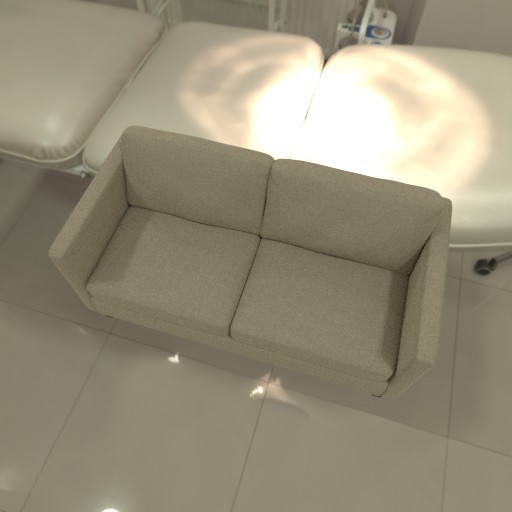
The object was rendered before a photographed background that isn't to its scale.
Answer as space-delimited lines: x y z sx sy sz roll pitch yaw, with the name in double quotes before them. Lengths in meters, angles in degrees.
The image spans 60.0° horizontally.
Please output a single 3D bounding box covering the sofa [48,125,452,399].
"sofa" 0.000 0.000 2.458 1.884 0.947 0.951 15 60 9
